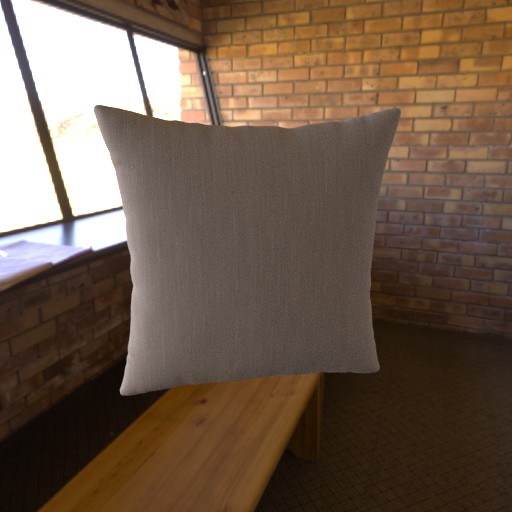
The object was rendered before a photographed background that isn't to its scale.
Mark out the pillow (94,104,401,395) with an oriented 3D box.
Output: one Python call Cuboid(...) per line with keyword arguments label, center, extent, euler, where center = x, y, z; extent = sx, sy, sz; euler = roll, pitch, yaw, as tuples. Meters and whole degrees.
Cuboid(label="pillow", center=(0.000, 0.000, 0.794), extent=(0.511, 0.509, 0.161), euler=(-3, 15, -10))
